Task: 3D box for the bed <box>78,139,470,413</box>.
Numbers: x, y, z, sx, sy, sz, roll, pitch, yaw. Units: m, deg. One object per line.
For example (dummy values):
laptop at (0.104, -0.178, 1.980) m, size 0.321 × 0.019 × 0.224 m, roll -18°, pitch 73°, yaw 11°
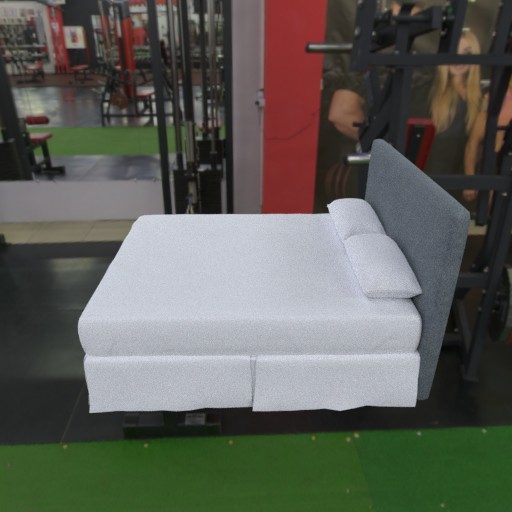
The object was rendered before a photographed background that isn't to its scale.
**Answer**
bed at (0.000, 0.000, 3.188) m, size 2.142 × 1.330 × 1.713 m, roll 0°, pitch 27°, yaw -1°
